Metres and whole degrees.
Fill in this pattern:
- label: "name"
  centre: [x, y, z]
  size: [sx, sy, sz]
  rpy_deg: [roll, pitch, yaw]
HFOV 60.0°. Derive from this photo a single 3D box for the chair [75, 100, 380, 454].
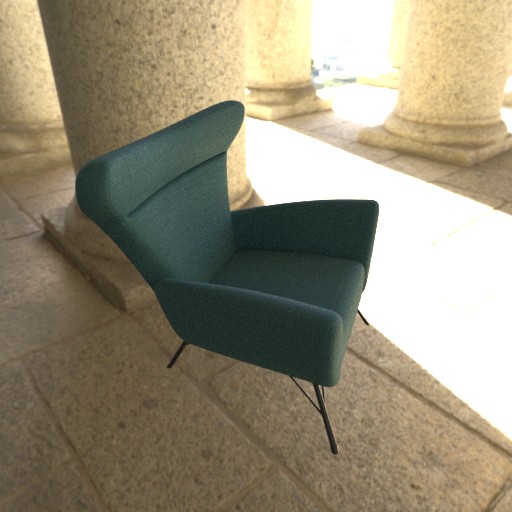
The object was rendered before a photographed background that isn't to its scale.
- label: "chair"
  centre: [0.000, 0.000, 1.739]
  size: [0.900, 0.980, 1.050]
  rpy_deg: [11, 32, 18]
